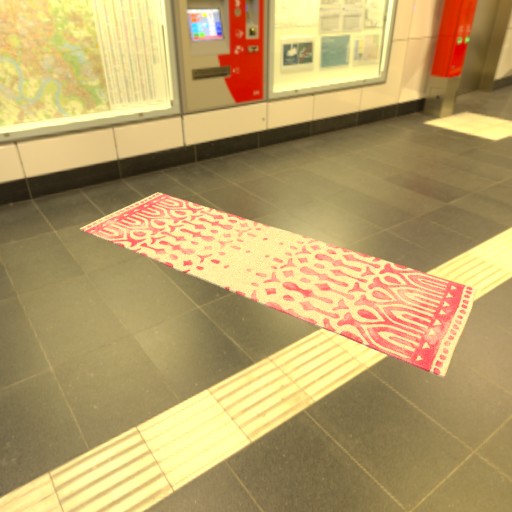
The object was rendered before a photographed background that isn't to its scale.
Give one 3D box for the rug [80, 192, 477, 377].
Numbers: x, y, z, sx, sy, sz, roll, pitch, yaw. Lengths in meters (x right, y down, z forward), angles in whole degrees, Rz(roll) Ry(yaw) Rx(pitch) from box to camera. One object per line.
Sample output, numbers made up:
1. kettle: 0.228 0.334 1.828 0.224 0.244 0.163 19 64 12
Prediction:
1. rug: 0.000 0.000 2.753 2.458 0.011 0.787 19 36 29
